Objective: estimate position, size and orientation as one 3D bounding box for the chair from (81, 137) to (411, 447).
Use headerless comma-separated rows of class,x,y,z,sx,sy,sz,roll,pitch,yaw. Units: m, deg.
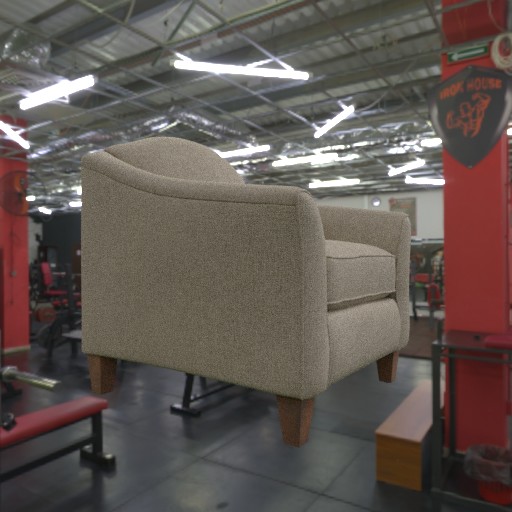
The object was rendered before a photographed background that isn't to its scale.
chair,0.000,0.000,1.418,0.787,0.839,0.763,0,0,36
